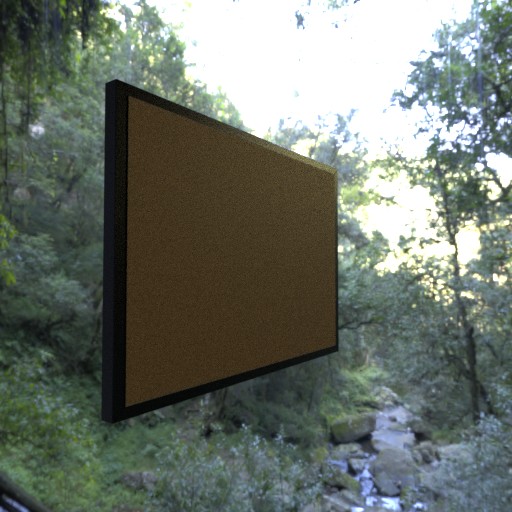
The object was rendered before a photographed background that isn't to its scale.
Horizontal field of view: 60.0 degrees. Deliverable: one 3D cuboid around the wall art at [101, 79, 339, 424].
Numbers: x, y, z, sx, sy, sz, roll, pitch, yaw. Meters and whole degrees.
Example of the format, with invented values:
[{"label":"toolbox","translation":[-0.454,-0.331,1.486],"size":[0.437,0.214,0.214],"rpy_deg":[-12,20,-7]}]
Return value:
[{"label":"wall art","translation":[0.000,0.000,0.856],"size":[0.027,0.458,0.657],"rpy_deg":[-1,-2,37]}]
